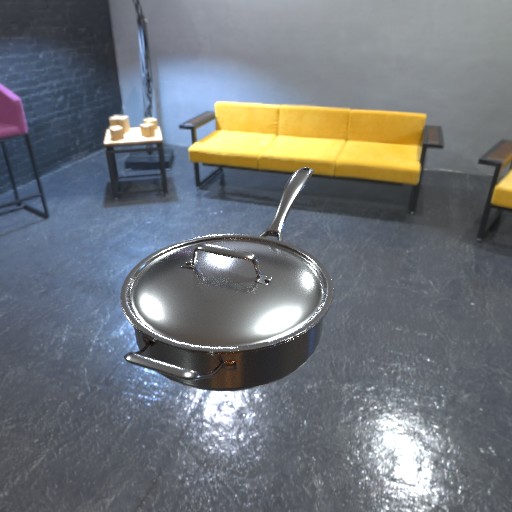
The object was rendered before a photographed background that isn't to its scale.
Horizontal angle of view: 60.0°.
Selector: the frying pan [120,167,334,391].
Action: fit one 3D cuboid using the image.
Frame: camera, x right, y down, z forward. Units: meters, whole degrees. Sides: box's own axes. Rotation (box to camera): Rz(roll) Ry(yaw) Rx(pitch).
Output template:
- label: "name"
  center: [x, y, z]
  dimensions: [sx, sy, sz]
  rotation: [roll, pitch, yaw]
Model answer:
- label: "frying pan"
  center: [0.000, 0.000, 0.599]
  dimensions: [0.245, 0.111, 0.492]
  rotation: [11, 31, 19]
